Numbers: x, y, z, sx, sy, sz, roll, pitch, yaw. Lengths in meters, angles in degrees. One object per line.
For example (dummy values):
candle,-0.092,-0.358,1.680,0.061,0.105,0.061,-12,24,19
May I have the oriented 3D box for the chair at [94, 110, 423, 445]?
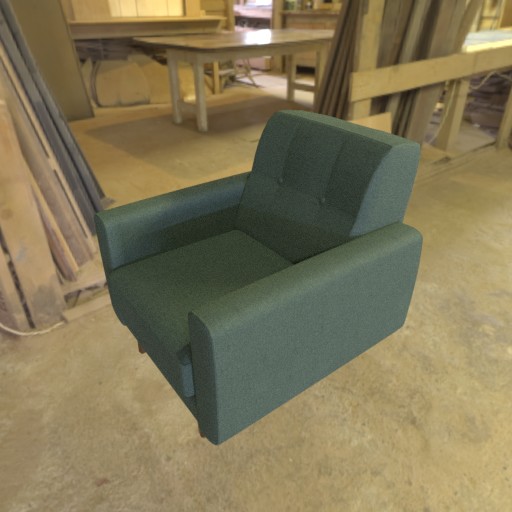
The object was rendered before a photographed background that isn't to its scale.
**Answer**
chair,0.000,0.000,1.590,0.909,0.841,0.831,-21,37,-31
